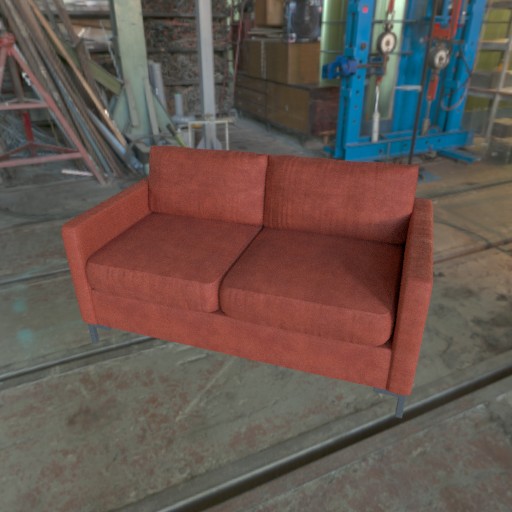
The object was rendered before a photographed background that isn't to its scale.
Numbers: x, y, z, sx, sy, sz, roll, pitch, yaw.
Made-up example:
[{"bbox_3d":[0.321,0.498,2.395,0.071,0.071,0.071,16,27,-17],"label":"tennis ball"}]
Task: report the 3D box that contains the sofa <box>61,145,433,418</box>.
[{"bbox_3d":[0.000,0.000,2.171,1.574,0.896,0.864,9,29,17],"label":"sofa"}]
